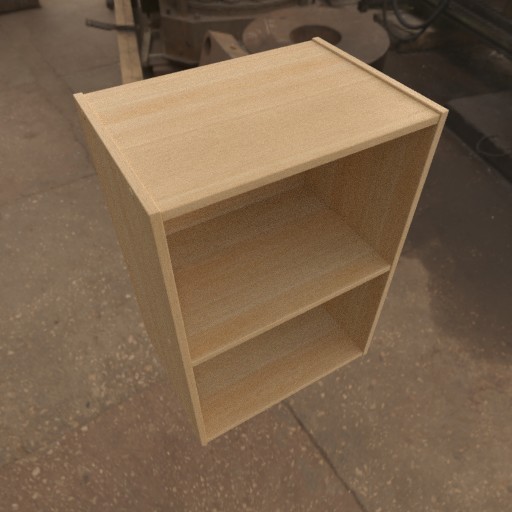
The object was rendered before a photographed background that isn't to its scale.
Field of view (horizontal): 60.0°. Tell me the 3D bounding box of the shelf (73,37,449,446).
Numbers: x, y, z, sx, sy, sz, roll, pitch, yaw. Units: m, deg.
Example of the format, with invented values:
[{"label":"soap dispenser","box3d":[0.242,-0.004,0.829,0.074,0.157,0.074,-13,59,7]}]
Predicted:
[{"label":"shelf","box3d":[0.000,0.000,0.803,0.414,0.592,0.290,-23,50,-20]}]
